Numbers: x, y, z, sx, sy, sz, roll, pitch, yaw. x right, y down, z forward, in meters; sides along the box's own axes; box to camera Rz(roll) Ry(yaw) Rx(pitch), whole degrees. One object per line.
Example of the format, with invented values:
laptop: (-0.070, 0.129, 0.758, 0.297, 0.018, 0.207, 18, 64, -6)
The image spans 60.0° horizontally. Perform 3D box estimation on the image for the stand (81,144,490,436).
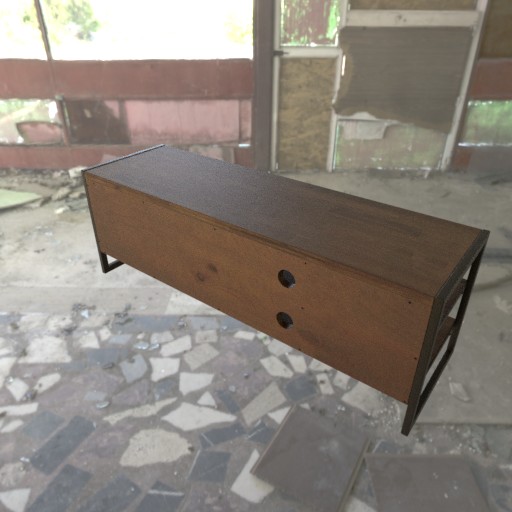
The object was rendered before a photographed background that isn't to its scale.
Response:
stand: (0.000, 0.000, 1.730, 1.480, 0.506, 0.454, 21, 37, 31)
